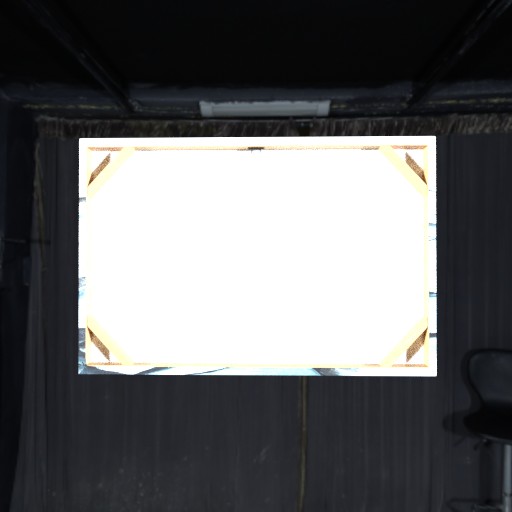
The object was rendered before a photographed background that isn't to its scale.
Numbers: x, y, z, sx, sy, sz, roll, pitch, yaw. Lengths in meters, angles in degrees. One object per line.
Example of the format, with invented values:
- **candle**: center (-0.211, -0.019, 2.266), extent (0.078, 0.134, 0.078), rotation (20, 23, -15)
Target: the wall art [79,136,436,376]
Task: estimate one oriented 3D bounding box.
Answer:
- **wall art**: center (0.000, 0.000, 1.151), extent (0.914, 0.609, 0.039), rotation (0, -1, 1)
